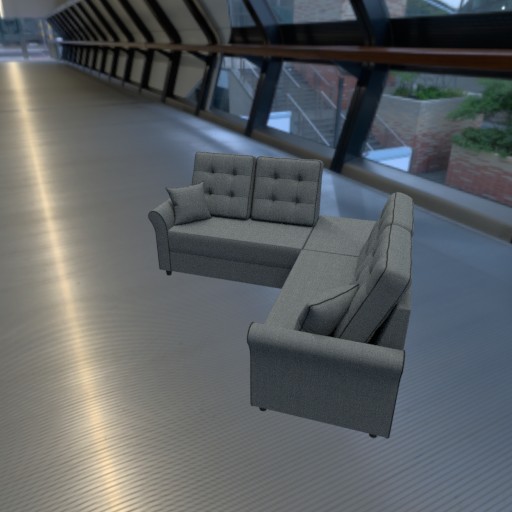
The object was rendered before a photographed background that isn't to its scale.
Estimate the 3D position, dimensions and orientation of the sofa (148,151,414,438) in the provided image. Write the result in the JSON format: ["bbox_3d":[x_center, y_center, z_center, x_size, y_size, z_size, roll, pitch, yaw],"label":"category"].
[{"bbox_3d":[0.000,0.000,3.211,2.068,0.988,2.070,8,28,16],"label":"sofa"}]
